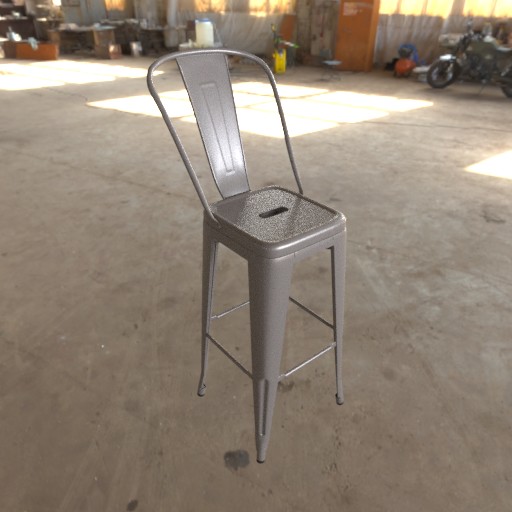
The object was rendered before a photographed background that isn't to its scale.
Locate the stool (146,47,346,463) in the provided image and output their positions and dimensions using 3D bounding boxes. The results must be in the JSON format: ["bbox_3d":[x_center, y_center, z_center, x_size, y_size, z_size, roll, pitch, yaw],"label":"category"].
[{"bbox_3d":[0.000,0.000,1.330,0.399,1.096,0.513,-22,37,-33],"label":"stool"}]
